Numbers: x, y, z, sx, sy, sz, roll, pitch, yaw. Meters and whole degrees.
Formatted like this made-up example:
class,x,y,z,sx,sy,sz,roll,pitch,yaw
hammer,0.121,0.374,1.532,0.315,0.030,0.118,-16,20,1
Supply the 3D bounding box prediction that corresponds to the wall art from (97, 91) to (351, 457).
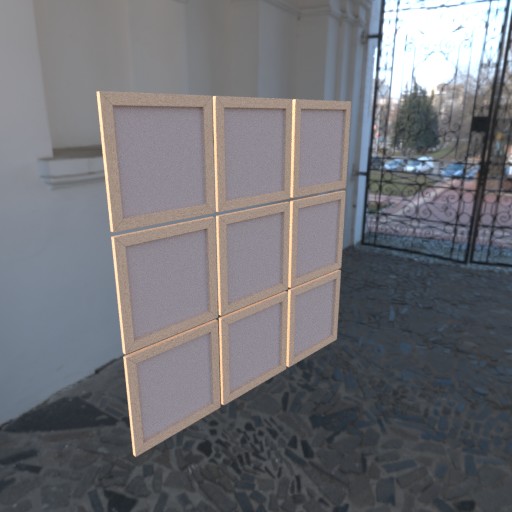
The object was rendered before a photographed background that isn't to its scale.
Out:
class,x,y,z,sx,sy,sz,roll,pitch,yaw
wall art,0.000,0.000,1.795,0.016,1.207,1.217,17,24,42
